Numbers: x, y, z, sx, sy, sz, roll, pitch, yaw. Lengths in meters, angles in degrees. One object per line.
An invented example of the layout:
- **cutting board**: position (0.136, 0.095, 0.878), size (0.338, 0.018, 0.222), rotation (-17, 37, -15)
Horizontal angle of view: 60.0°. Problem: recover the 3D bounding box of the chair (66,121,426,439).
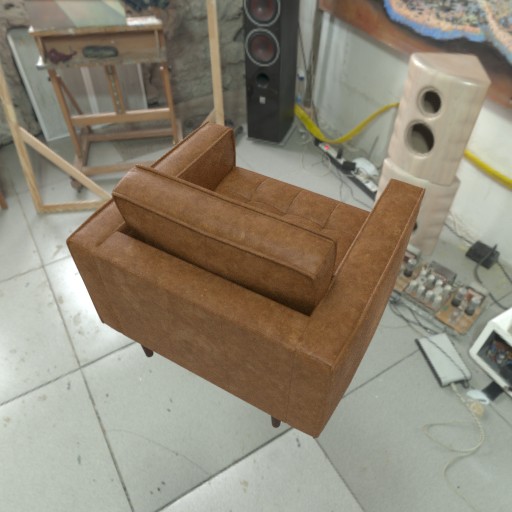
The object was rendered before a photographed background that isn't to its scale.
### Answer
- **chair**: position (0.000, 0.000, 1.553), size (0.928, 0.767, 0.798), rotation (23, 51, 20)
